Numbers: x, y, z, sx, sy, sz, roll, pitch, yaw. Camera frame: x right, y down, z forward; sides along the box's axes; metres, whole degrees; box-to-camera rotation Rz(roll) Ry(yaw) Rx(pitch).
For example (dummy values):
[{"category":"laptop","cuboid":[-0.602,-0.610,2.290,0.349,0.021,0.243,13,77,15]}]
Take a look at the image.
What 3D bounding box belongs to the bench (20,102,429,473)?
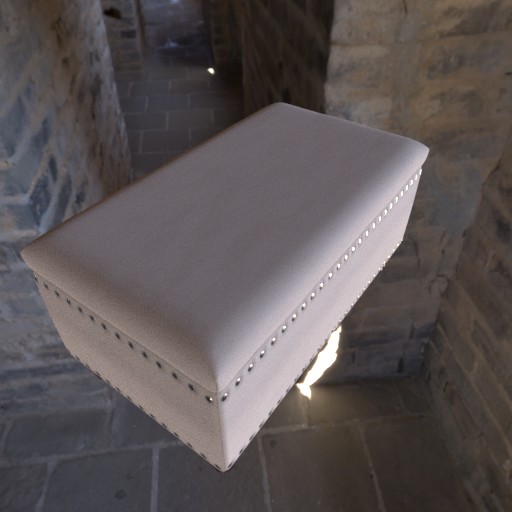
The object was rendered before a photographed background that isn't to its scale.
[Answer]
[{"category":"bench","cuboid":[0.000,0.000,1.144,0.500,0.449,0.887,26,47,26]}]
